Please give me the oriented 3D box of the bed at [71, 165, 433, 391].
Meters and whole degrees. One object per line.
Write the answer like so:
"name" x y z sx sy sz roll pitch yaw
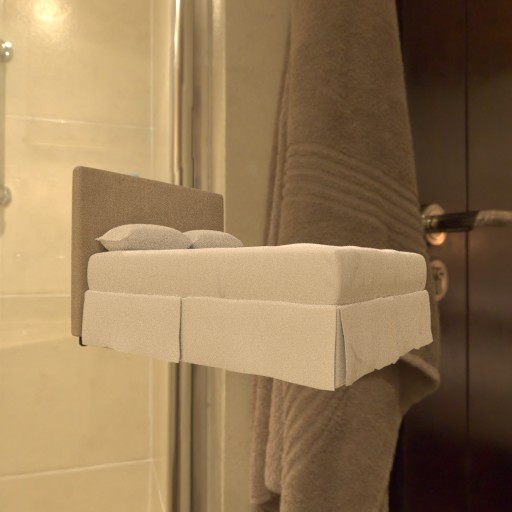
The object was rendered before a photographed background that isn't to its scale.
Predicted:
"bed" 0.000 0.000 3.297 2.162 1.330 1.713 -1 -1 35
